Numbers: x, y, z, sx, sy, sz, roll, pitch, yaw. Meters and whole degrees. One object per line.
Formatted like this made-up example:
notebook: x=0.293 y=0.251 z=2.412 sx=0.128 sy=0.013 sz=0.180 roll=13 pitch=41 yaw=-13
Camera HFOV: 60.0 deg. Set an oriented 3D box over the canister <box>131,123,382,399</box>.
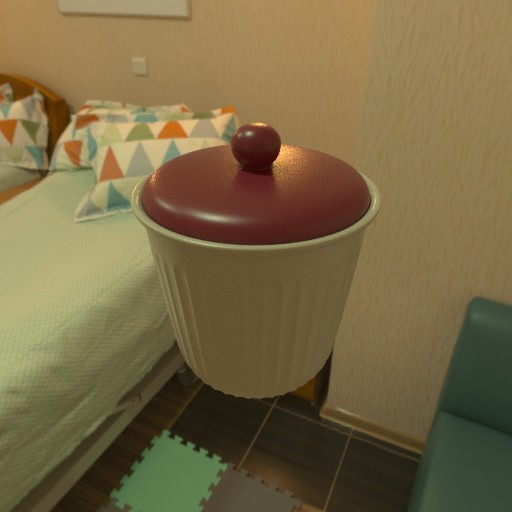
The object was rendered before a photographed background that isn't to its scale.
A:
canister: x=0.000 y=0.000 z=0.358 sx=0.181 sy=0.211 sz=0.181 roll=0 pitch=31 yaw=0
